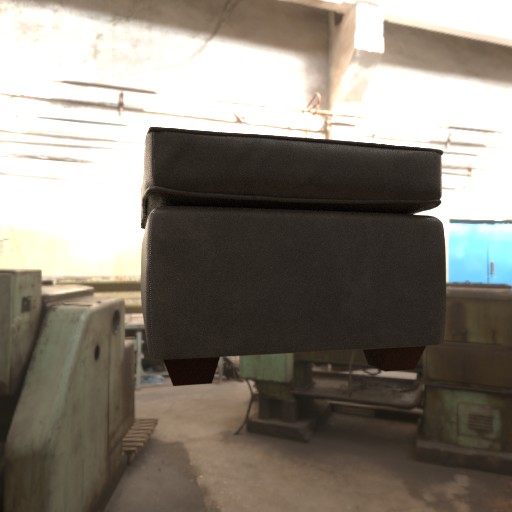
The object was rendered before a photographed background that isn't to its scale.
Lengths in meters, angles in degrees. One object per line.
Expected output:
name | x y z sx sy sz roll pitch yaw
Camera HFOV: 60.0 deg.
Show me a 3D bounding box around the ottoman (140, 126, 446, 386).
ottoman | 0.000 0.000 1.097 0.554 0.445 0.756 0 -1 -15
